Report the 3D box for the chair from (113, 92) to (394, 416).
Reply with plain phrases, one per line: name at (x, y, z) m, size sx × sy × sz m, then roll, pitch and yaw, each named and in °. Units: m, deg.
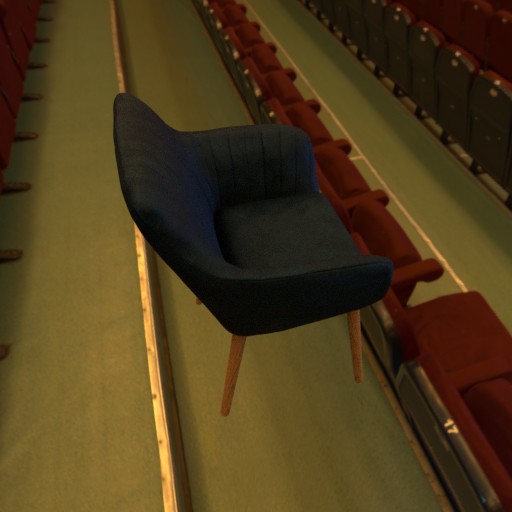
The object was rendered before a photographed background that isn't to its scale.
chair at (0.000, 0.000, 1.192) m, size 0.573 × 0.826 × 0.578 m, roll -11°, pitch 47°, yaw -11°
